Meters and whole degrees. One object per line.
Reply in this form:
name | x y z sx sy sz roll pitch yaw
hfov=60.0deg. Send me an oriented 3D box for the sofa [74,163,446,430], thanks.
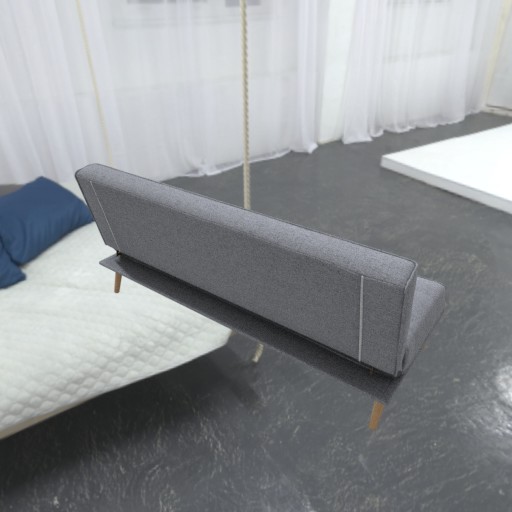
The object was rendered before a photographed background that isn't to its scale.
sofa | 0.000 0.000 2.356 1.820 0.830 0.810 20 36 31
